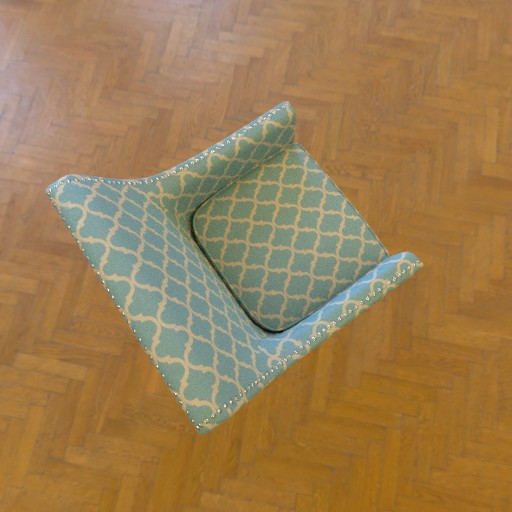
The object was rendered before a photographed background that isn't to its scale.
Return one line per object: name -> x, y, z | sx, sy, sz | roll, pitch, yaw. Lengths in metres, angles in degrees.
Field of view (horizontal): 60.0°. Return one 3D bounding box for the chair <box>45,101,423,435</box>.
chair -> 0.000, 0.000, 1.303 | 0.686, 0.817, 0.617 | -35, 78, -8
